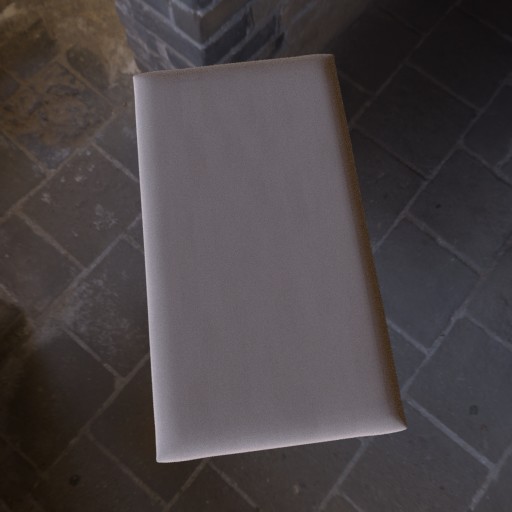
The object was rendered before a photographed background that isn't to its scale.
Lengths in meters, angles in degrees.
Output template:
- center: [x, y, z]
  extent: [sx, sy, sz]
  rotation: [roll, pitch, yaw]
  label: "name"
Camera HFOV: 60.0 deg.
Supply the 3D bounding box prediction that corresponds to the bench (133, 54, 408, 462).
- center: [0.000, 0.000, 1.167]
  extent: [0.500, 0.449, 0.887]
  rotation: [-7, 75, -2]
  label: "bench"
